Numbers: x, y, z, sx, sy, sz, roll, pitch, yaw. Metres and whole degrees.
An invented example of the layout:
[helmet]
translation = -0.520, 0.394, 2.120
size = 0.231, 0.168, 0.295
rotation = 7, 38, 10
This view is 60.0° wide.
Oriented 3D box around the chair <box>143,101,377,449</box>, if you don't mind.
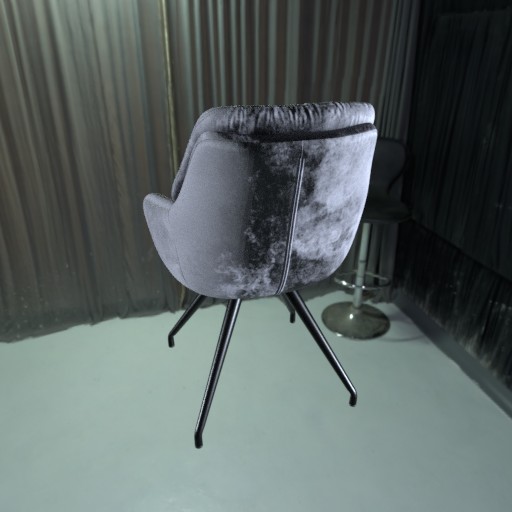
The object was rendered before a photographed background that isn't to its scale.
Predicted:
[chair]
translation = 0.000, 0.000, 1.274
size = 0.579, 0.888, 0.569
rotation = -8, 27, -17
